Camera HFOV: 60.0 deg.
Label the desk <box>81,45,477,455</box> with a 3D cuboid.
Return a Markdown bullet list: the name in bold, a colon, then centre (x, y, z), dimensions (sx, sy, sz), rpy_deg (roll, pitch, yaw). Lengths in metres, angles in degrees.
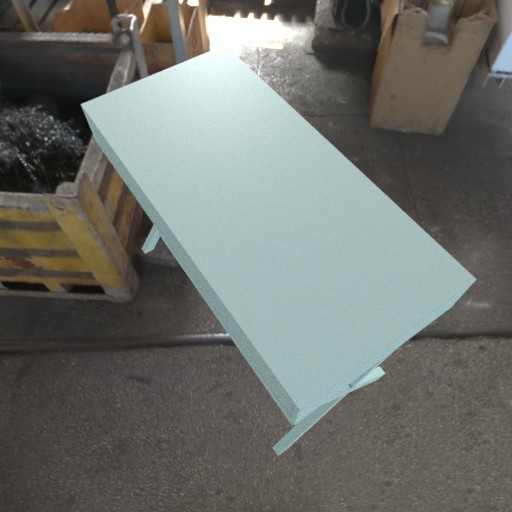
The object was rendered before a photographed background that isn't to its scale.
- **desk**: centre (0.000, 0.000, 1.490), dimensions (0.525, 0.780, 1.057), rpy_deg (-31, 64, -17)
